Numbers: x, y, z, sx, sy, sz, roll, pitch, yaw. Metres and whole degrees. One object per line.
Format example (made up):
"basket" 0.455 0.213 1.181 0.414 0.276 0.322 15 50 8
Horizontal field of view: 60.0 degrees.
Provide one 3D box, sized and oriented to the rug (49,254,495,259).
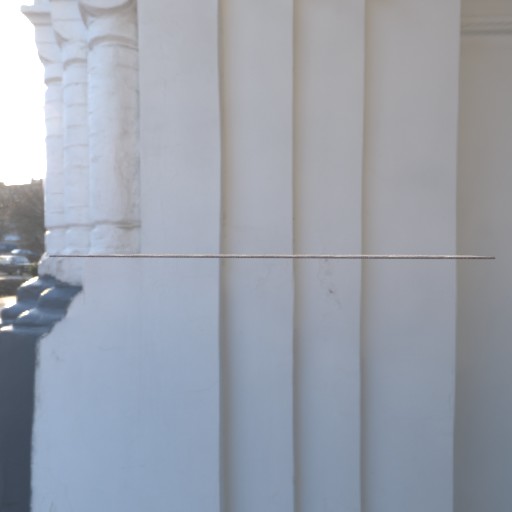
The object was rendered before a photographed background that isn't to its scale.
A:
"rug" 0.000 0.000 2.648 2.437 0.013 0.685 0 1 18
